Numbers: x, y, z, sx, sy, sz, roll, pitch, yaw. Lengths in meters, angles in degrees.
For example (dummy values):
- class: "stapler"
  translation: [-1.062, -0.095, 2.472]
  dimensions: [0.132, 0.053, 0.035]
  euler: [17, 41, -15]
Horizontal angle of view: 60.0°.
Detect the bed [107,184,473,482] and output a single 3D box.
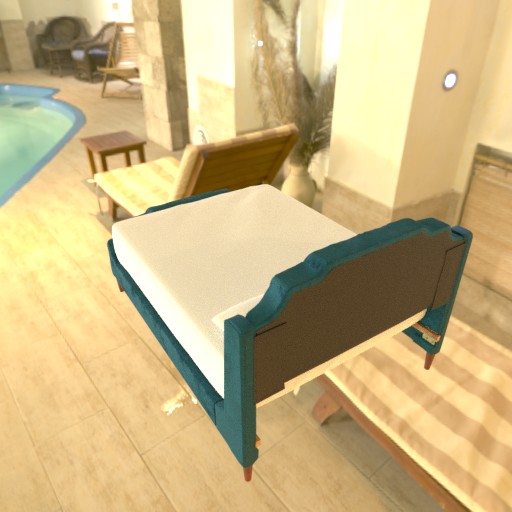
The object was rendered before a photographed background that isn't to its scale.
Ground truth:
- class: "bed"
  translation: [0.000, 0.000, 3.371]
  dimensions: [1.678, 1.338, 2.322]
  euler: [-19, 37, -28]
